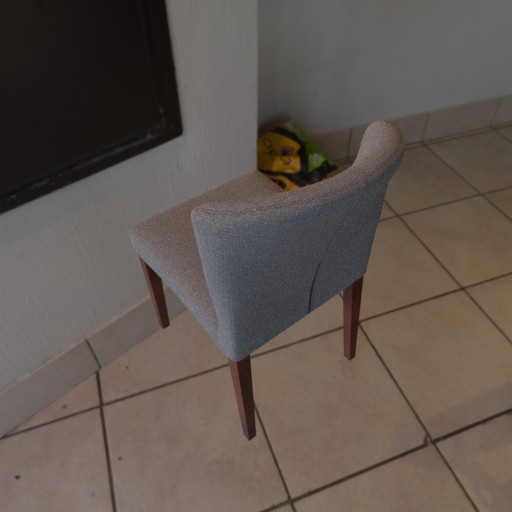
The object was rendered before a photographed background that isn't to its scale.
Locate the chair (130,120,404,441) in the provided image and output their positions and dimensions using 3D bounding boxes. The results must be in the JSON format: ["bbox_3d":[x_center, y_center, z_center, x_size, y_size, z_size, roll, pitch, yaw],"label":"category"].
[{"bbox_3d":[0.000,0.000,1.191,0.491,0.839,0.589,-30,53,-26],"label":"chair"}]
